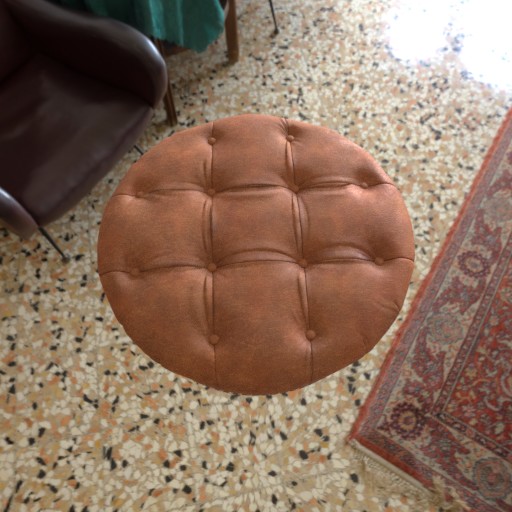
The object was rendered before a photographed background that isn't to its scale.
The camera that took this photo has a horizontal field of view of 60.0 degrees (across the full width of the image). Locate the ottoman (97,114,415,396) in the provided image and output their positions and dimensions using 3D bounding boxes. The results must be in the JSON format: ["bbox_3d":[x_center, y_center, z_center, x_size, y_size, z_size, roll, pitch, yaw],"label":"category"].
[{"bbox_3d":[0.000,0.000,1.408,0.901,0.444,0.901,0,64,0],"label":"ottoman"}]
